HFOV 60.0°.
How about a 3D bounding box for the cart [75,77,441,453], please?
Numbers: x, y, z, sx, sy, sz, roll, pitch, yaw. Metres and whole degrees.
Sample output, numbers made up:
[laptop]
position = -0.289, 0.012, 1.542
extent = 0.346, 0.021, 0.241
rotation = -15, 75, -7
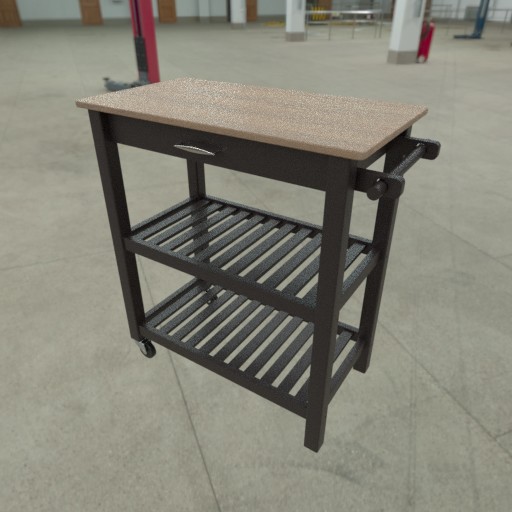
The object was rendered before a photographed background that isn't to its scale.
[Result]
[cart]
position = 0.000, 0.000, 1.405
extent = 0.899, 0.927, 0.457
rotation = 19, 36, 28
